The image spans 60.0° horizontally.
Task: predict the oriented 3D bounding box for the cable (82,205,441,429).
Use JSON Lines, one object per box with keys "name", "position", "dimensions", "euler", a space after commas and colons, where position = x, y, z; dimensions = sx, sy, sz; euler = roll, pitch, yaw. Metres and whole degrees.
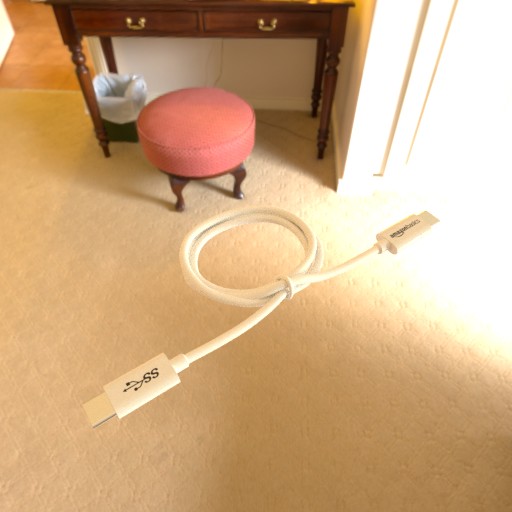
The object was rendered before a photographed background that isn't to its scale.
{"name": "cable", "position": [0.000, 0.000, 0.208], "dimensions": [0.186, 0.014, 0.070], "euler": [-28, 54, -22]}
